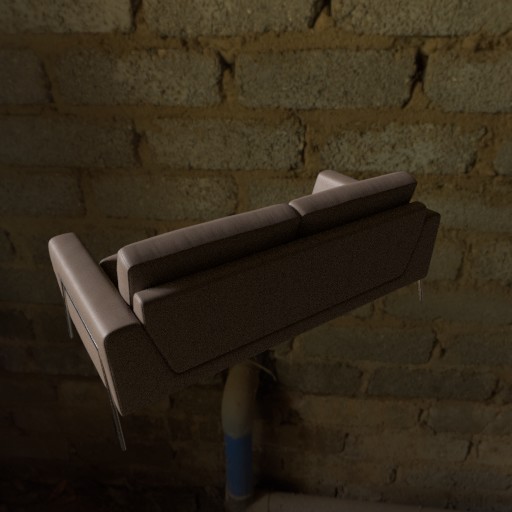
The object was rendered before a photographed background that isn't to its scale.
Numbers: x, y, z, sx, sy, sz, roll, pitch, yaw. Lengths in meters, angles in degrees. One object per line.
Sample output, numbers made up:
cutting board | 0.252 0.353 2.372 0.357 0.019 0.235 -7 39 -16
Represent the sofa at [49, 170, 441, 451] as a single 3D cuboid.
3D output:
sofa | 0.000 0.000 2.536 2.017 0.875 0.953 -18 35 -29
